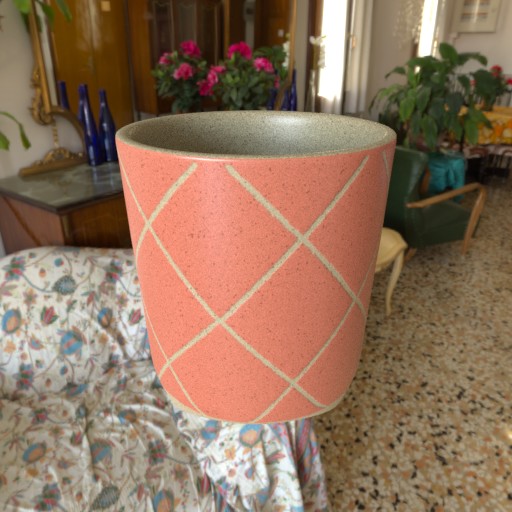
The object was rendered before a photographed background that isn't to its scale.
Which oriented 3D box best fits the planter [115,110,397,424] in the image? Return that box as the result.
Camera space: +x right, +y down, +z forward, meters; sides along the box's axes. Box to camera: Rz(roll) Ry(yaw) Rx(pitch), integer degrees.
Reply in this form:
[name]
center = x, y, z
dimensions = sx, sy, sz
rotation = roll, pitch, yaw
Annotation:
[planter]
center = 0.000, 0.000, 0.353
dimensions = 0.191, 0.200, 0.191
rotation = 0, 25, 0
